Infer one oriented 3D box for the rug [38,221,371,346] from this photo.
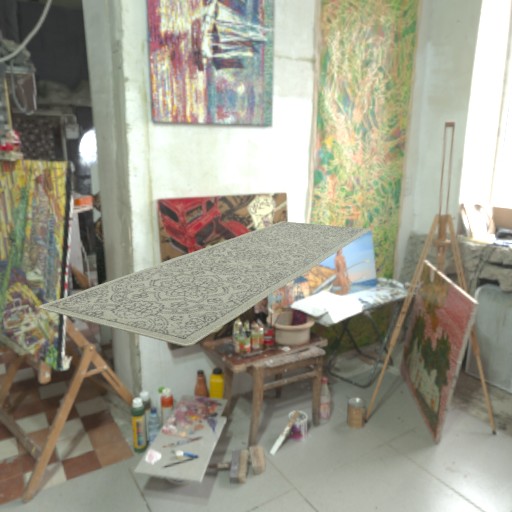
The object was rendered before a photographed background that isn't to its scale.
[{"bbox_3d":[0.000,0.000,2.718,0.806,0.006,2.431,8,16,27],"label":"rug"}]
